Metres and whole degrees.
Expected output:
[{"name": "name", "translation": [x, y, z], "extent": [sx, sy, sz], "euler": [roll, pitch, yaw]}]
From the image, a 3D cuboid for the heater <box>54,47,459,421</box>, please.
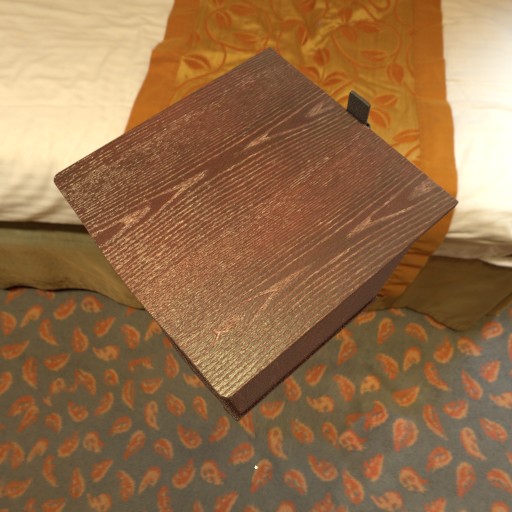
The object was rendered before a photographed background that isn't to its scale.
[{"name": "heater", "translation": [0.000, 0.000, 0.748], "extent": [0.400, 0.481, 0.362], "euler": [-37, 70, -16]}]
